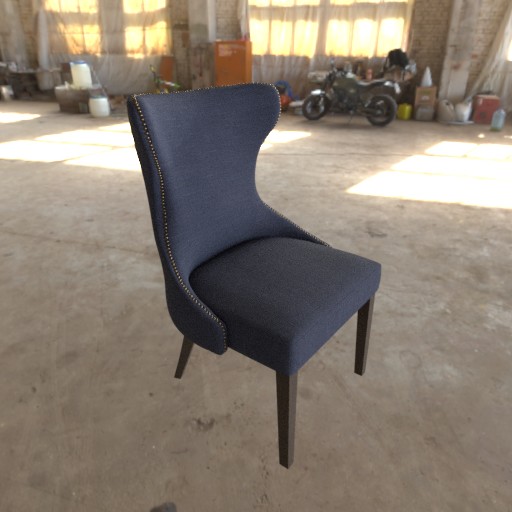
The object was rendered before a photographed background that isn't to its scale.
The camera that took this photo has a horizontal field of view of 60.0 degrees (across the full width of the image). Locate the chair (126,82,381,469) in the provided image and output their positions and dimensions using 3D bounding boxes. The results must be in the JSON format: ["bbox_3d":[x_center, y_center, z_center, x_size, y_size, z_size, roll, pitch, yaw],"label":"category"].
[{"bbox_3d":[0.000,0.000,1.388,0.635,0.967,0.628,19,32,33],"label":"chair"}]
